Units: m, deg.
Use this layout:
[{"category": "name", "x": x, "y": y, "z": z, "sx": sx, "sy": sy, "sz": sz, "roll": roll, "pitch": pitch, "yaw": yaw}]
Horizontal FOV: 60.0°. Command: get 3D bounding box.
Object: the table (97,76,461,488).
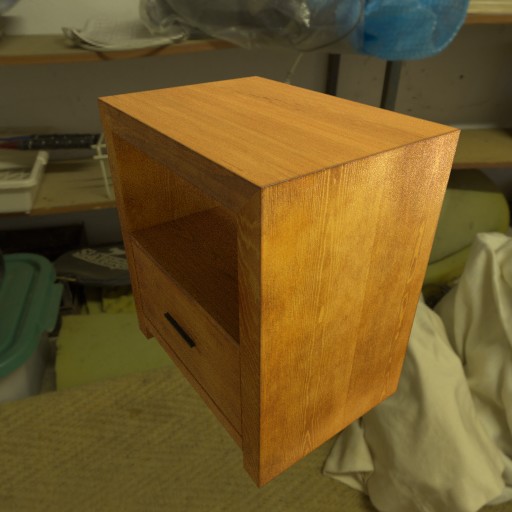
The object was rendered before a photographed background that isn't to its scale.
[{"category": "table", "x": 0.000, "y": 0.000, "z": 0.949, "sx": 0.400, "sy": 0.605, "sz": 0.550, "roll": -21, "pitch": 38, "yaw": -30}]
